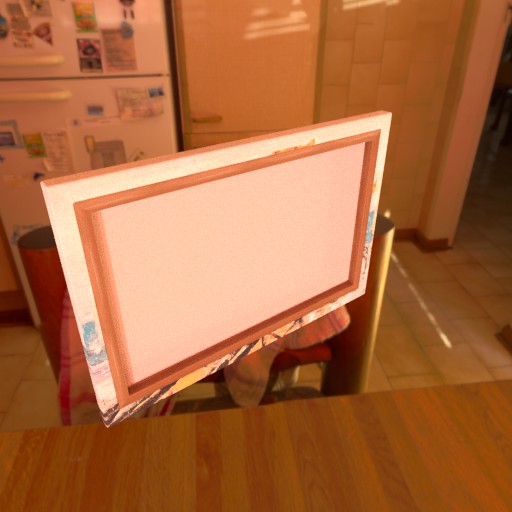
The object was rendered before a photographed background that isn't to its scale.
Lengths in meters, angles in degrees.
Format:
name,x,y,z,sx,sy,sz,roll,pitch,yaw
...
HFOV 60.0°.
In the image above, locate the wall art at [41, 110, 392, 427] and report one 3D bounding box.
name,x,y,z,sx,sy,sz,roll,pitch,yaw
wall art,0.000,0.000,1.148,0.913,0.609,0.038,-21,36,-31
